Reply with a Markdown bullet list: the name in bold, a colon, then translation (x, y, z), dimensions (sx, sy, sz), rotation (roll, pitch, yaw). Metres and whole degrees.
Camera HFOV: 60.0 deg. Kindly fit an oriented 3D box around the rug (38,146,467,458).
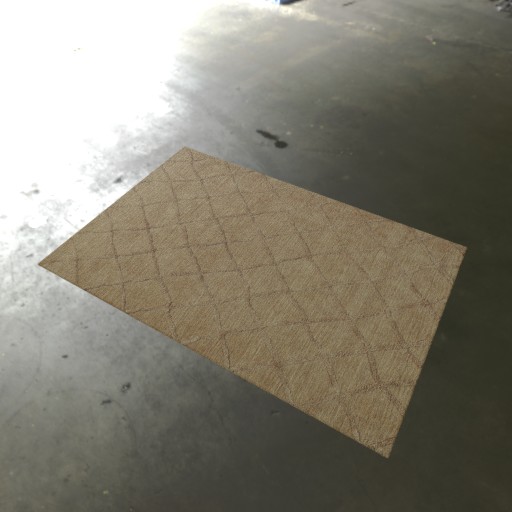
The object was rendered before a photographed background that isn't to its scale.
- **rug**: translation (0.000, 0.000, 2.839), dimensions (2.292, 0.014, 1.528), rotation (24, 51, 20)
